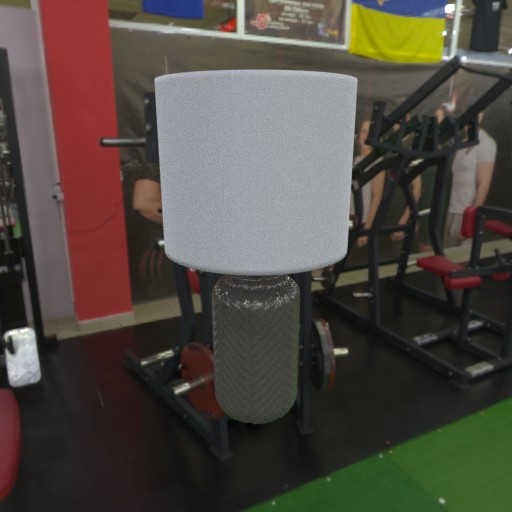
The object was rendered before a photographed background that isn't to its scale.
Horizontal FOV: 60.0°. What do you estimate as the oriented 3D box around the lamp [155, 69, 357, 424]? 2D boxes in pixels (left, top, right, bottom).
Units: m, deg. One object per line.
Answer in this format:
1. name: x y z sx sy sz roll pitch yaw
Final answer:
1. lamp: 0.000 0.000 0.507 0.203 0.389 0.203 -8 18 -24
